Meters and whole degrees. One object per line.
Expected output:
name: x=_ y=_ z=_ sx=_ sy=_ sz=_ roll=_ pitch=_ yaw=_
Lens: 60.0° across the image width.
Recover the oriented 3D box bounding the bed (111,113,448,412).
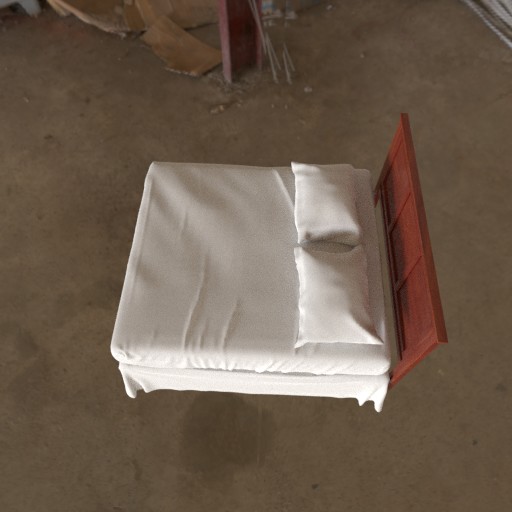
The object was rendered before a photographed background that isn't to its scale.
bed: x=0.000 y=0.000 z=3.227 sx=2.050 sy=1.270 sz=1.870 roll=2 pitch=60 yaw=1
